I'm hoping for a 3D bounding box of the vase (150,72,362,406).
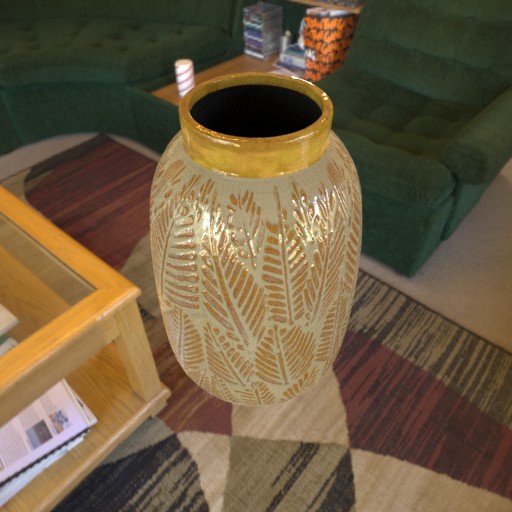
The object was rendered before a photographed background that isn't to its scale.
[{"bbox_3d":[0.000,0.000,0.372,0.172,0.270,0.172,0,45,0],"label":"vase"}]
